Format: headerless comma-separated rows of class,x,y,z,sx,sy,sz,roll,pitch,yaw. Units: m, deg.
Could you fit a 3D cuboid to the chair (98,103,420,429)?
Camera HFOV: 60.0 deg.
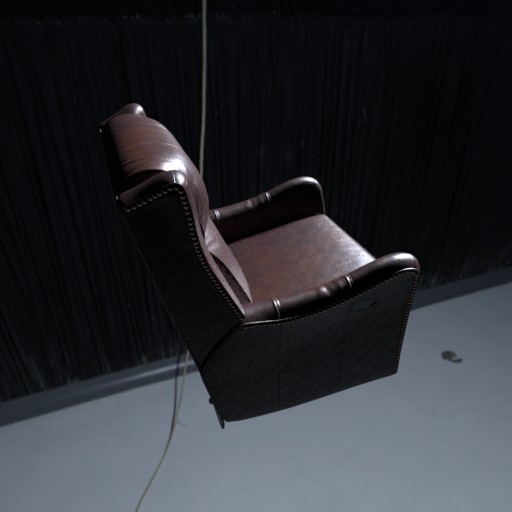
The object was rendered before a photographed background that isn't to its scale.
chair,0.000,0.000,1.789,1.008,1.084,0.869,-11,33,-17
